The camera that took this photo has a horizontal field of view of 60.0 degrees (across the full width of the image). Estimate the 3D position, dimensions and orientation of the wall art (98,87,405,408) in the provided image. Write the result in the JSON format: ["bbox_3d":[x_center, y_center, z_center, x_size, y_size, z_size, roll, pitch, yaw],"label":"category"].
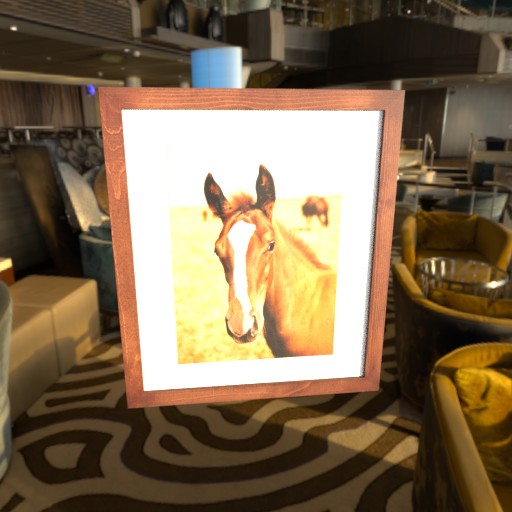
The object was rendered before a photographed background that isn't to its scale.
[{"bbox_3d":[0.000,0.000,0.541,0.330,0.381,0.030,-2,16,-7],"label":"wall art"}]
